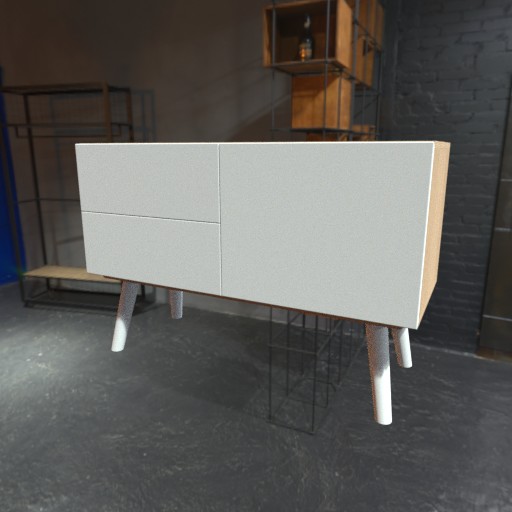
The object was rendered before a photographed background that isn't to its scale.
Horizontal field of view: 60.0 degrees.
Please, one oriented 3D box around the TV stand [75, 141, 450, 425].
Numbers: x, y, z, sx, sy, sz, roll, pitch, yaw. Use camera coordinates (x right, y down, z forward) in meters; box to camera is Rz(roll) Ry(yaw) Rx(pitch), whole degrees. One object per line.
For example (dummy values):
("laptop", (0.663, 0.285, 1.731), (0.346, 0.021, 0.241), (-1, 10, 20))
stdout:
("TV stand", (0.000, 0.000, 1.339), (0.991, 0.660, 0.407), (7, 15, 26))
